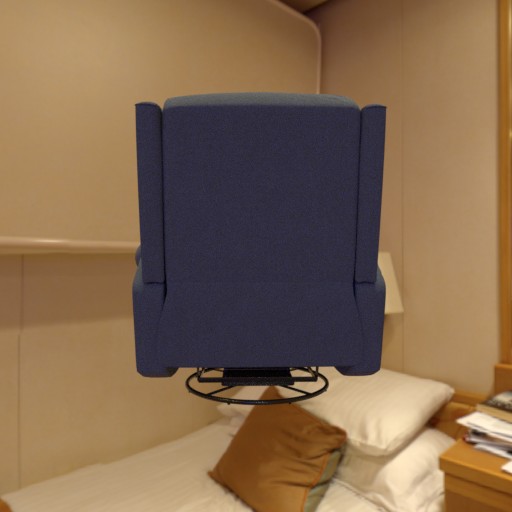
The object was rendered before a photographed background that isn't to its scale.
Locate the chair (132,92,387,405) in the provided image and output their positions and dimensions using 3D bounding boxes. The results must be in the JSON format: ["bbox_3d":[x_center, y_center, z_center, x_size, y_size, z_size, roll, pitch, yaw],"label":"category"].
[{"bbox_3d":[0.000,0.000,1.738,0.971,1.020,0.877,0,0,-2],"label":"chair"}]
